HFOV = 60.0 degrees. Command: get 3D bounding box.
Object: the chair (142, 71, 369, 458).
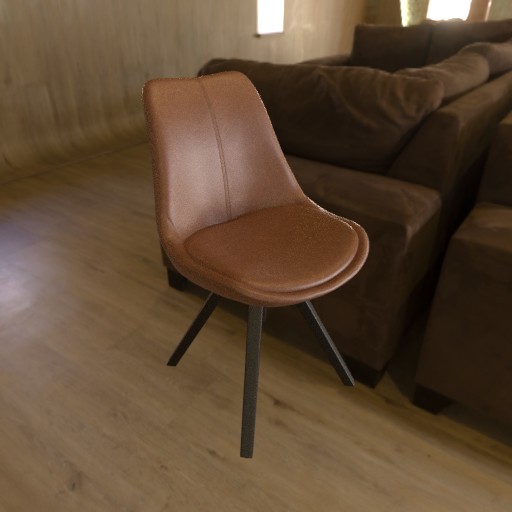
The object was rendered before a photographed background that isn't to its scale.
[{"bbox_3d":[0.000,0.000,1.182,0.475,0.850,0.550,-21,36,-33],"label":"chair"}]
